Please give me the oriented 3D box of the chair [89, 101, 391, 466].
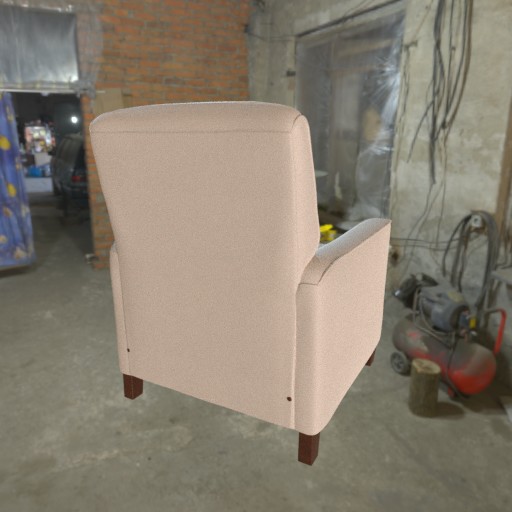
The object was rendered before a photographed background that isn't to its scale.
[{"bbox_3d":[0.000,0.000,1.633,0.841,1.028,0.858,8,17,27],"label":"chair"}]
